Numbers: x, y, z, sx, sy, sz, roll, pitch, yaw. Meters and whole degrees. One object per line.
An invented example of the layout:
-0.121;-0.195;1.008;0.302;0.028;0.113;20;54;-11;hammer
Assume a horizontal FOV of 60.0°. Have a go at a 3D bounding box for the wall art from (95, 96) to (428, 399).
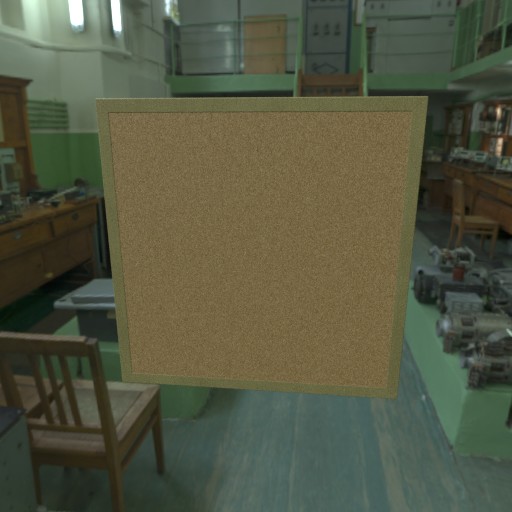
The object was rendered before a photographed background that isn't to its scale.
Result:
0.000;0.000;1.134;0.763;0.763;0.037;2;17;6;wall art
